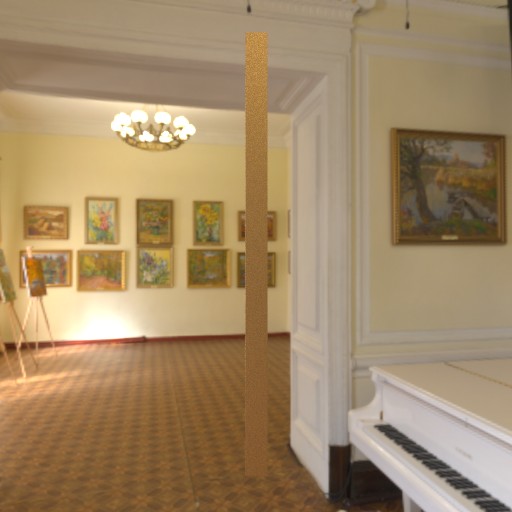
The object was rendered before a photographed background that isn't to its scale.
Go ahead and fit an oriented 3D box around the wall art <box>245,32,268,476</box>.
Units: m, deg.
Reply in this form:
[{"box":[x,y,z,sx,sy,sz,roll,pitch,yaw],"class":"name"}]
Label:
[{"box":[0.000,0.000,1.142,0.038,0.762,0.762,0,-1,0],"class":"wall art"}]
